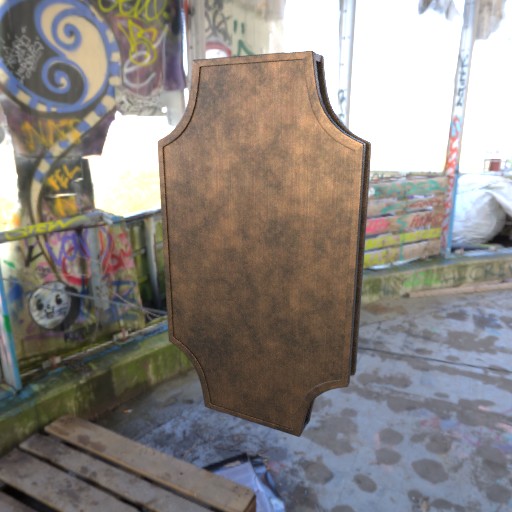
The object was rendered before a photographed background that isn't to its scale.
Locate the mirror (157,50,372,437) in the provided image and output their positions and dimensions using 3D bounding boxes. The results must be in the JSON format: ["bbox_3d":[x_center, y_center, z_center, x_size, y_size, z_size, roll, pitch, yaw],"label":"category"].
[{"bbox_3d":[0.000,0.000,0.983,0.462,0.811,0.066,8,18,26],"label":"mirror"}]
